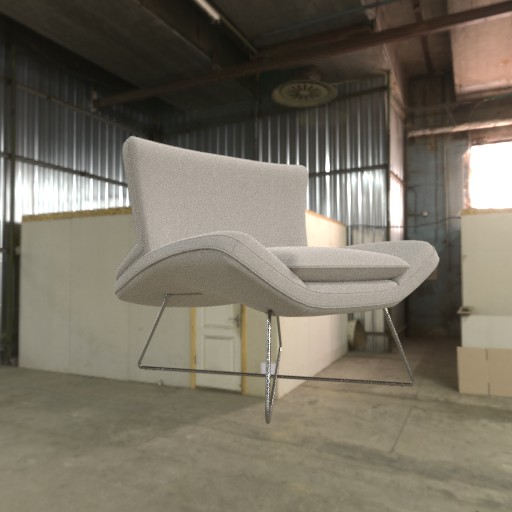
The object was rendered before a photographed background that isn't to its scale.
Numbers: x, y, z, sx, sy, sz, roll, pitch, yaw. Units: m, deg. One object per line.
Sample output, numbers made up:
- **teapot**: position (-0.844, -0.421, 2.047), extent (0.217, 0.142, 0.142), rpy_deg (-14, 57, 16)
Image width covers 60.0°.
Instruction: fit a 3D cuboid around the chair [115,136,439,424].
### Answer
- **chair**: position (0.000, 0.000, 1.646), extent (0.859, 0.855, 1.008), rpy_deg (1, -1, -35)
